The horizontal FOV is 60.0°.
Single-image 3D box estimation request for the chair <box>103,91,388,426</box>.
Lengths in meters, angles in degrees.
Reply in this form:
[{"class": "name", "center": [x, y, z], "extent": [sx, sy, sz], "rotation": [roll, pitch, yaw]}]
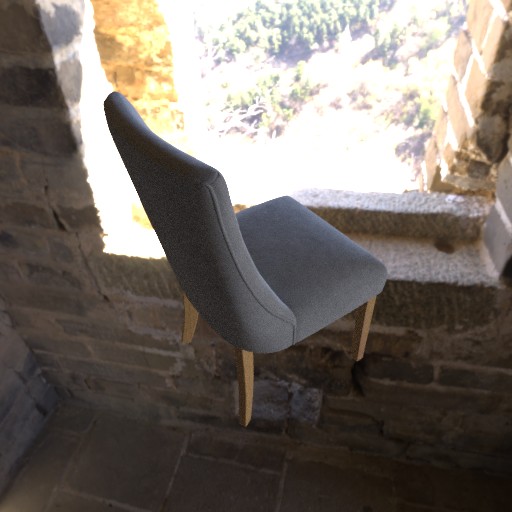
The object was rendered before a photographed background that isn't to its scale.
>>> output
[{"class": "chair", "center": [0.000, 0.000, 1.257], "extent": [0.610, 0.902, 0.495], "rotation": [-24, 46, -26]}]
